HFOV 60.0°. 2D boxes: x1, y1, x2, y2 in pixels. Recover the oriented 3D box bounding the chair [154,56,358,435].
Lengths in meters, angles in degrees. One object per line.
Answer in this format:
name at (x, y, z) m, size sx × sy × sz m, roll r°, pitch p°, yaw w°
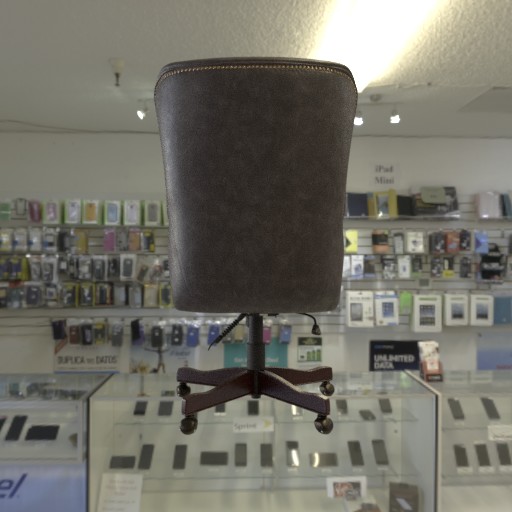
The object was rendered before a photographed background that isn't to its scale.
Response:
chair at (0.000, 0.000, 1.474) m, size 0.594 × 1.037 × 0.717 m, roll 0°, pitch 0°, yaw 0°
